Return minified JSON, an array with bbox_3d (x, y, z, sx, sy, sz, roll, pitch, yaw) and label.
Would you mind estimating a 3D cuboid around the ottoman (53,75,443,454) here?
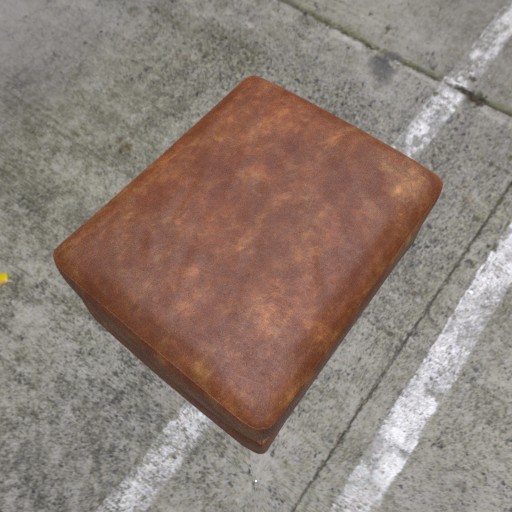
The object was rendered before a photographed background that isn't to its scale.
[{"bbox_3d":[0.000,0.000,1.147,0.603,0.476,0.751,35,68,16],"label":"ottoman"}]
